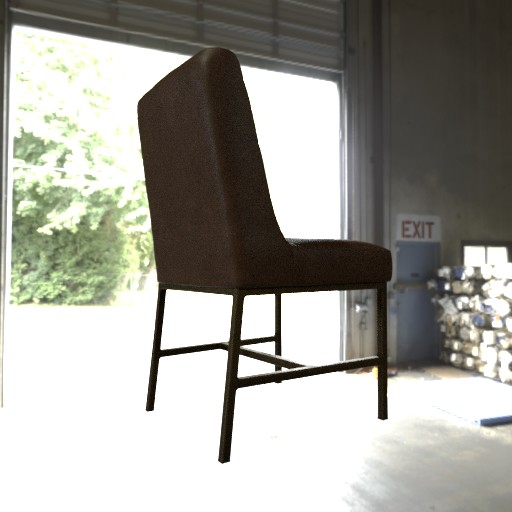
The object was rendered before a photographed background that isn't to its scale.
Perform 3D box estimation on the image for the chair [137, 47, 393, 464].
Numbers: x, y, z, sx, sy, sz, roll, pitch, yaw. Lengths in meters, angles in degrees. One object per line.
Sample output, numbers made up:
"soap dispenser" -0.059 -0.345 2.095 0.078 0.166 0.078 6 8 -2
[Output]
"chair" 0.000 0.000 1.254 0.587 0.889 0.508 1 -2 -35
